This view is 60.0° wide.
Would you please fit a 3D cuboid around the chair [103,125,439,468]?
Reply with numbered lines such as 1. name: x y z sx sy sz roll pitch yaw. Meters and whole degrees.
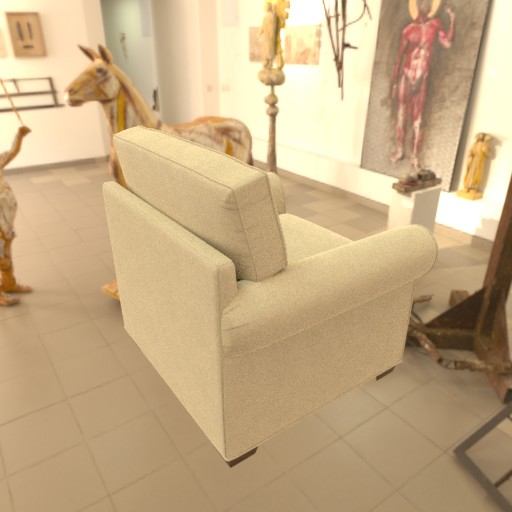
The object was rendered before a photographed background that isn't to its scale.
1. chair: 0.000 0.000 1.742 0.863 0.955 1.040 -17 31 -31
